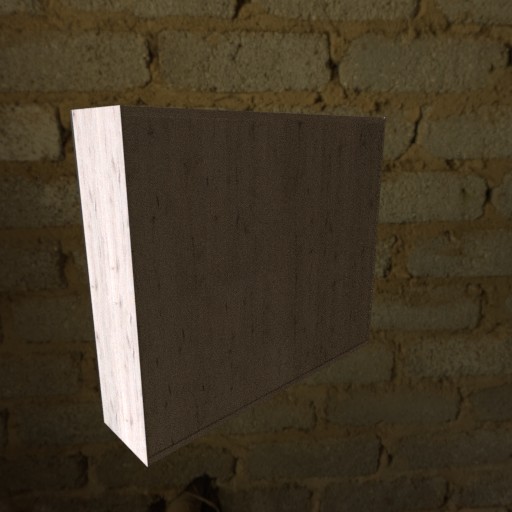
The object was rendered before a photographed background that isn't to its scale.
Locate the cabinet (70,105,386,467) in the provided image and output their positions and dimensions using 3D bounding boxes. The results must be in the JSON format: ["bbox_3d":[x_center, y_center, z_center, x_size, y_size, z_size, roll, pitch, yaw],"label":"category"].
[{"bbox_3d":[0.000,0.000,3.583,2.500,2.180,0.660,-14,21,-41],"label":"cabinet"}]
